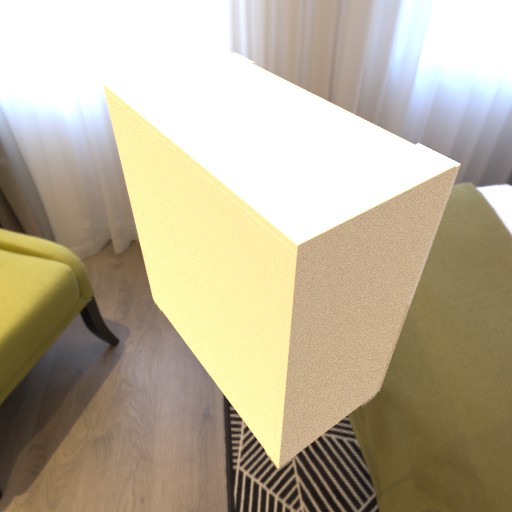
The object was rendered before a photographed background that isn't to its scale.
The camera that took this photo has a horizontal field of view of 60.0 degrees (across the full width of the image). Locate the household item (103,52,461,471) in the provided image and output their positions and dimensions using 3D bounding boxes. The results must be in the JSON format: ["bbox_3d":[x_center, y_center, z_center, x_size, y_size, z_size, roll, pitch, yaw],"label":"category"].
[{"bbox_3d":[0.000,0.000,1.316,0.420,0.870,0.800,-26,49,-26],"label":"household item"}]
